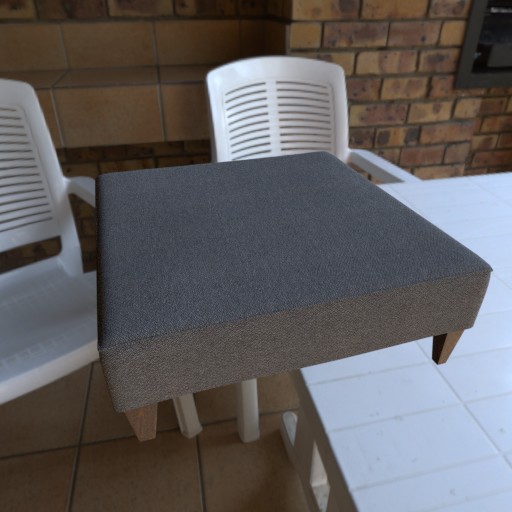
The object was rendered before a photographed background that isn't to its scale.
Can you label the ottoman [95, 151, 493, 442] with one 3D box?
[{"bbox_3d":[0.000,0.000,1.463,0.970,0.378,0.981,-9,33,-15],"label":"ottoman"}]
